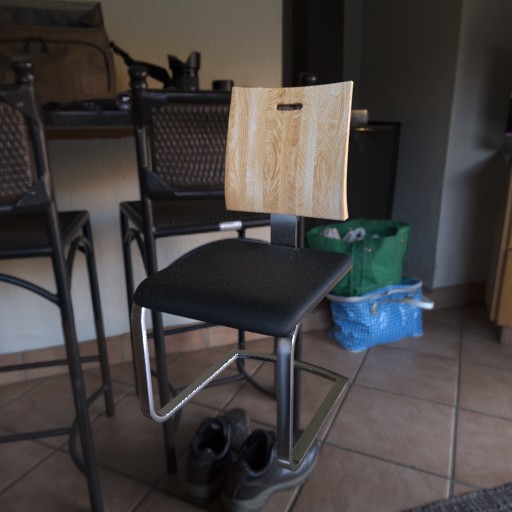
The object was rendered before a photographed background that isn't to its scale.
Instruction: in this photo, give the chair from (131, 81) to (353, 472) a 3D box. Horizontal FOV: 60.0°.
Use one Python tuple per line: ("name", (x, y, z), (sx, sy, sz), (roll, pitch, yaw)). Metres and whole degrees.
("chair", (0.000, 0.000, 1.240), (0.462, 0.936, 0.560), (8, 18, 26))
